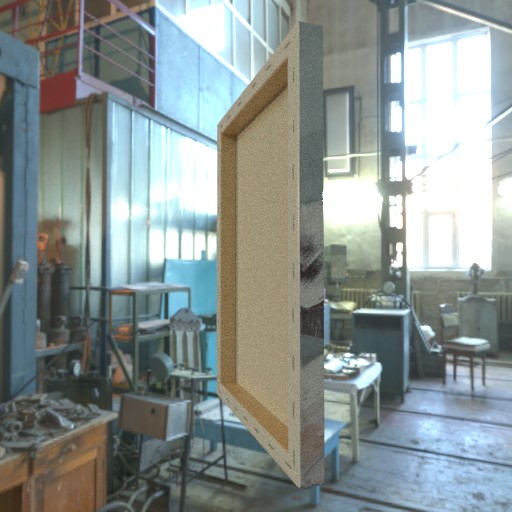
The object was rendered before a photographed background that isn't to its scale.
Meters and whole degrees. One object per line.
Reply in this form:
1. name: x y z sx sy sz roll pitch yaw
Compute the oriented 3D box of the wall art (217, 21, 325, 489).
1. wall art: 0.000 0.000 0.797 0.037 0.613 0.455 0 -1 -19
